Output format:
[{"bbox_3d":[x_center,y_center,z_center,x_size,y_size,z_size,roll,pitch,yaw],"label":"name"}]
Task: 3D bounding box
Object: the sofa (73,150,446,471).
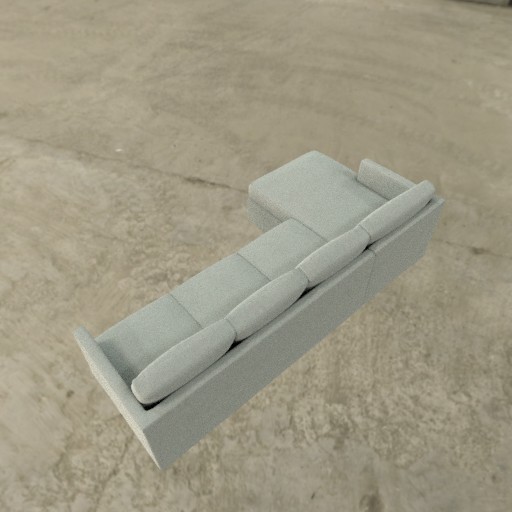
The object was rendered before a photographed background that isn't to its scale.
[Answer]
[{"bbox_3d":[0.000,0.000,3.909,3.205,0.922,1.650,-32,54,-27],"label":"sofa"}]
